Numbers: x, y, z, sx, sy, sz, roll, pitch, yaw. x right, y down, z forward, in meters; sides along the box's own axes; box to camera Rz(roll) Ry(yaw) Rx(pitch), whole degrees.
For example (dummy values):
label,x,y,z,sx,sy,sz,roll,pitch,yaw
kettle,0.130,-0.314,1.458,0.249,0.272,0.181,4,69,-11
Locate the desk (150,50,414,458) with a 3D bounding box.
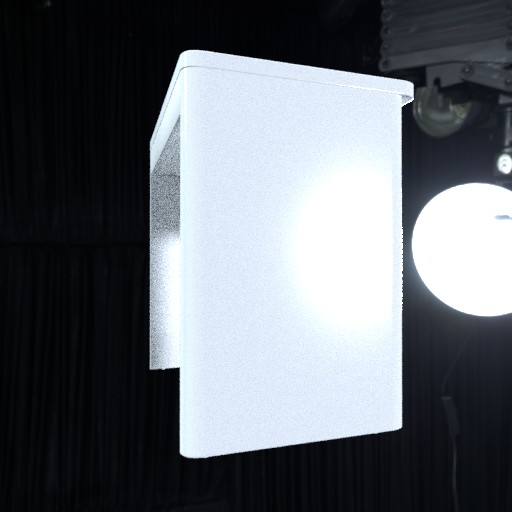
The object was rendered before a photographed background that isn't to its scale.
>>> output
label,x,y,z,sx,sy,sz,roll,pitch,yaw
desk,0.000,0.000,1.300,0.549,0.800,0.762,0,0,-18
